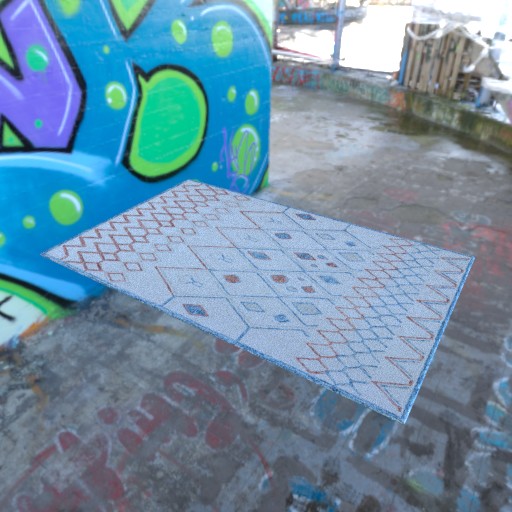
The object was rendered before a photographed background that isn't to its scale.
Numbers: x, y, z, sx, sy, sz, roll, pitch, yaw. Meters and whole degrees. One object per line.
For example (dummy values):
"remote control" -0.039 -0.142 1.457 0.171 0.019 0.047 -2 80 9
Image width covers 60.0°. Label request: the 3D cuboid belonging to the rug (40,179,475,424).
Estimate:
"rug" 0.000 0.000 2.929 2.438 0.015 1.524 19 37 27
